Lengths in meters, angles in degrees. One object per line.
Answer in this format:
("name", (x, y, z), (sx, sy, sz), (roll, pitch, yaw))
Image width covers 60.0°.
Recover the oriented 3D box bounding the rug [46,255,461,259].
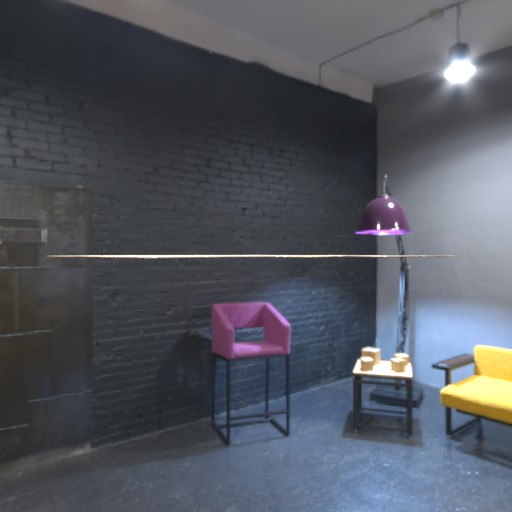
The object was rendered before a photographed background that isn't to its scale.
("rug", (0.000, 0.000, 2.774), (2.135, 0.013, 1.524), (0, 0, -37))
